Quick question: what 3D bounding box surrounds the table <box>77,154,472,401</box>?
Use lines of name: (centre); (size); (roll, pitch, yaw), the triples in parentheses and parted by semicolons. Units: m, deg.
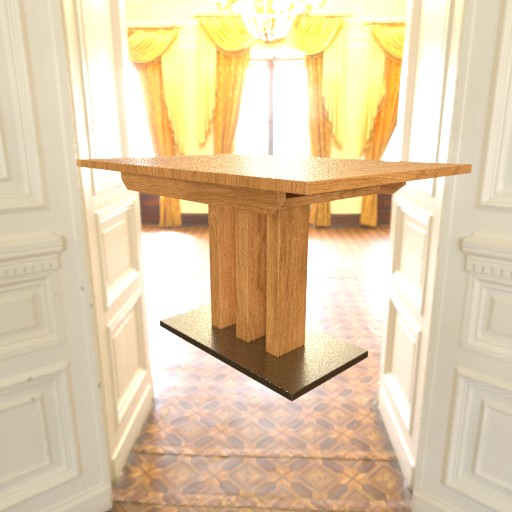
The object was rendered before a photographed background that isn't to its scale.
table: (0.000, 0.000, 1.846); (0.900, 0.770, 1.300); (-14, 20, -41)
